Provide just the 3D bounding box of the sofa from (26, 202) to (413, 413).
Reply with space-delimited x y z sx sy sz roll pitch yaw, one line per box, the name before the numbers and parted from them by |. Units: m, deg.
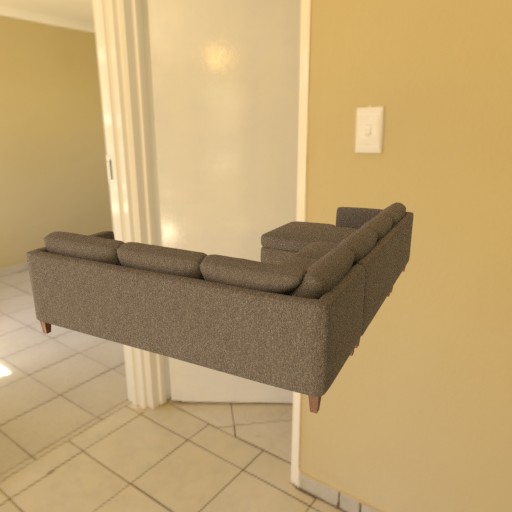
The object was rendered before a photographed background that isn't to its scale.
sofa | 0.000 0.000 4.425 2.551 0.853 3.238 8 18 26
